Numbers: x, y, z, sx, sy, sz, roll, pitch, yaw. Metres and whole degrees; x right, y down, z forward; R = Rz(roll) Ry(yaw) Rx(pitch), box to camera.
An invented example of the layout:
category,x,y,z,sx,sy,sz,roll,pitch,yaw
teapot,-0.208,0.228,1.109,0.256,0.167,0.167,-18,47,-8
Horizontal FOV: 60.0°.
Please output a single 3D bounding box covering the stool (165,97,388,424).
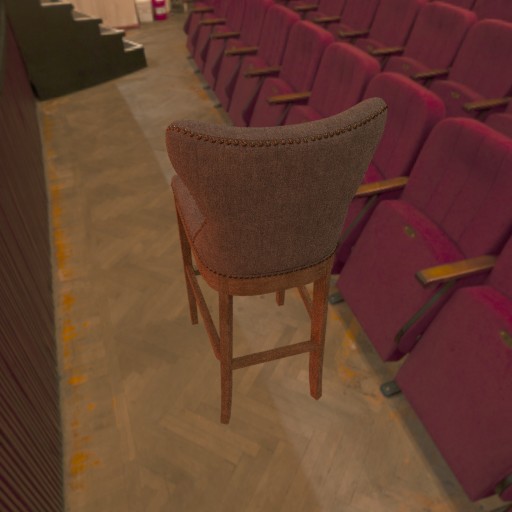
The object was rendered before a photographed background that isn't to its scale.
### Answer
category,x,y,z,sx,sy,sz,roll,pitch,yaw
stool,0.000,0.000,1.424,0.494,1.123,0.606,-11,41,-12
